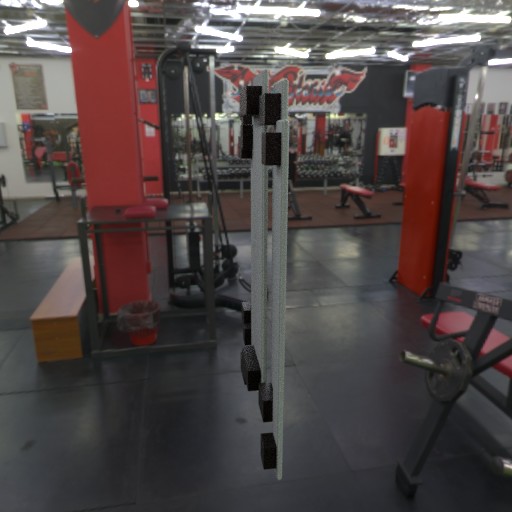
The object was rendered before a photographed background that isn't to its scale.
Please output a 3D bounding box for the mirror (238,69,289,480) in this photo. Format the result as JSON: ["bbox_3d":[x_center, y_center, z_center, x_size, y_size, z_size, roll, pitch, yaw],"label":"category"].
[{"bbox_3d":[0.000,0.000,0.814,0.058,0.611,0.445,-2,16,-8],"label":"mirror"}]
